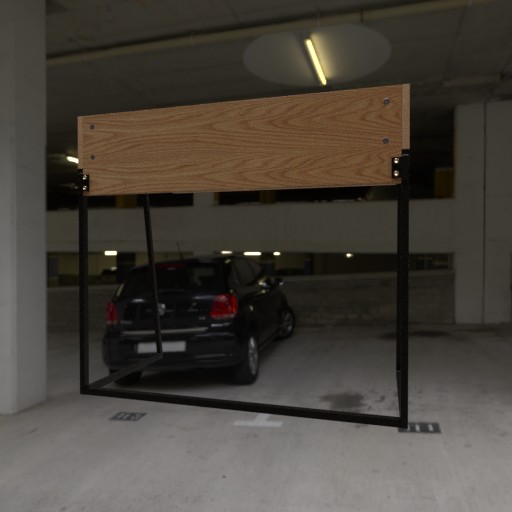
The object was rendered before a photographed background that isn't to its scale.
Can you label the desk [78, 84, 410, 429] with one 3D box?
[{"bbox_3d":[0.000,0.000,1.879,1.191,1.061,0.769,0,1,16],"label":"desk"}]
